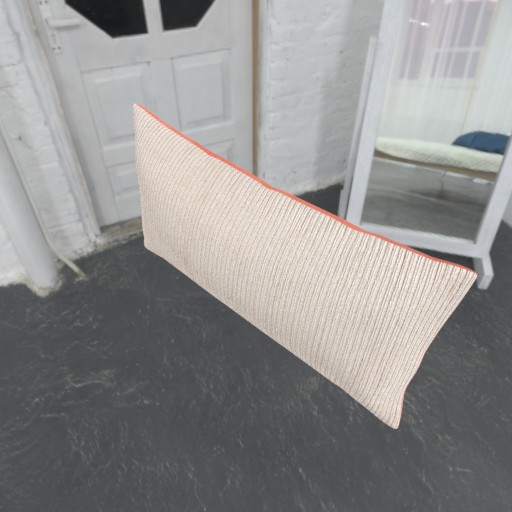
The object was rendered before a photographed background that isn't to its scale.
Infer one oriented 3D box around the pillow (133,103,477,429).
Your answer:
[{"bbox_3d":[0.000,0.000,0.717,0.608,0.307,0.155,32,53,28],"label":"pillow"}]
